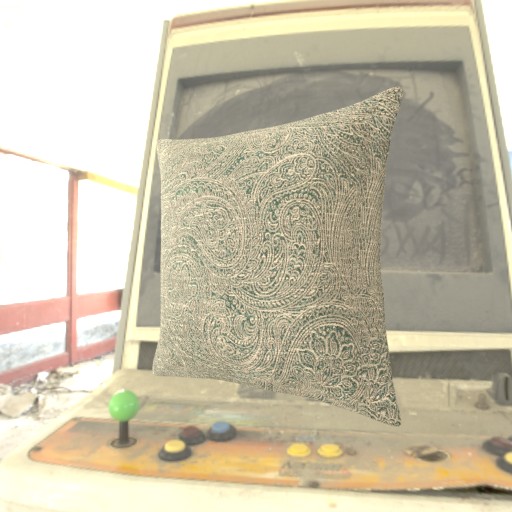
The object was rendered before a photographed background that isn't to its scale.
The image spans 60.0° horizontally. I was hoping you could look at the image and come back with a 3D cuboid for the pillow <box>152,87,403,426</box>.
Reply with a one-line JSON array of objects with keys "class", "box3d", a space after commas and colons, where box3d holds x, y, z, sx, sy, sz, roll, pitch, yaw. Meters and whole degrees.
[{"class": "pillow", "box3d": [0.000, 0.000, 0.807, 0.526, 0.507, 0.166, 0, -1, 34]}]
